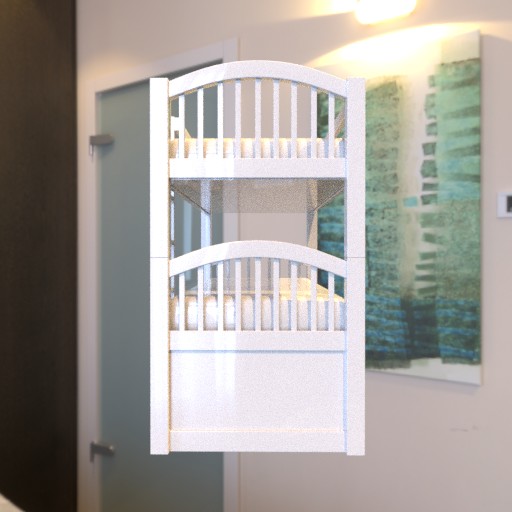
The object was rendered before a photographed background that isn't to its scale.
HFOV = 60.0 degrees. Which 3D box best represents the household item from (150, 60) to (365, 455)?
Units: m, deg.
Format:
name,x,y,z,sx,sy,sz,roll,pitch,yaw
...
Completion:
name,x,y,z,sx,sy,sz,roll,pitch,yaw
household item,0.000,0.000,3.286,1.143,2.032,2.032,0,0,1
